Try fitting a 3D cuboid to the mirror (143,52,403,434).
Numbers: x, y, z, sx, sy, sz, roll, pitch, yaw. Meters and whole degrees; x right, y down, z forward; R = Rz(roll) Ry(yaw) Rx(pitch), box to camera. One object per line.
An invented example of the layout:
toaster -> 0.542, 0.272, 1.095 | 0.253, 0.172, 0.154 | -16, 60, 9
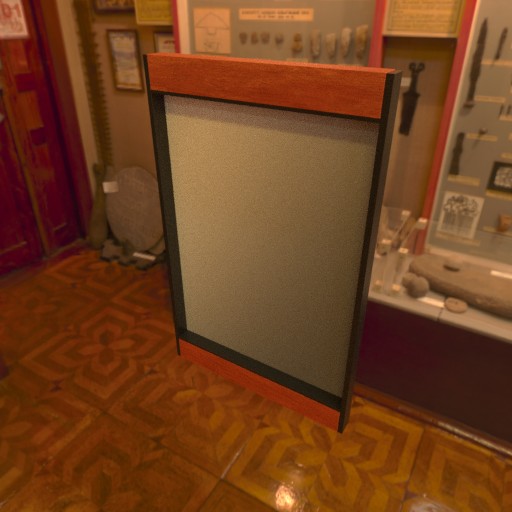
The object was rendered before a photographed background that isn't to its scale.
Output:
mirror -> 0.000, 0.000, 1.015 | 0.525, 0.823, 0.047 | 17, 34, 27
